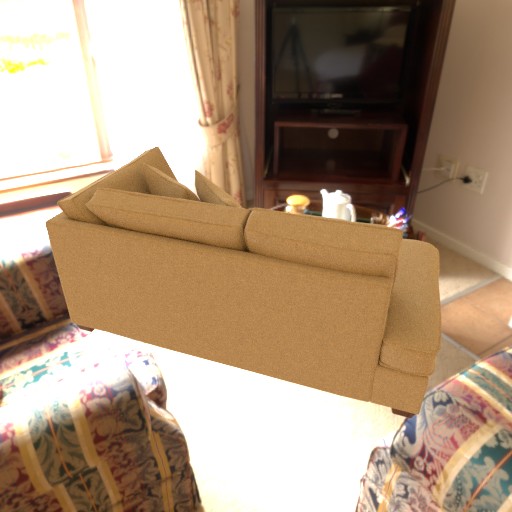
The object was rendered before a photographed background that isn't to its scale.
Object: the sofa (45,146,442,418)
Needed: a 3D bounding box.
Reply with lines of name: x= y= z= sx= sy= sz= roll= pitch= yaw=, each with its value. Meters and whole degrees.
sofa: x=0.000 y=0.000 z=2.828 sx=2.237 sy=1.033 sz=1.110 roll=11 pitch=33 yaw=17
